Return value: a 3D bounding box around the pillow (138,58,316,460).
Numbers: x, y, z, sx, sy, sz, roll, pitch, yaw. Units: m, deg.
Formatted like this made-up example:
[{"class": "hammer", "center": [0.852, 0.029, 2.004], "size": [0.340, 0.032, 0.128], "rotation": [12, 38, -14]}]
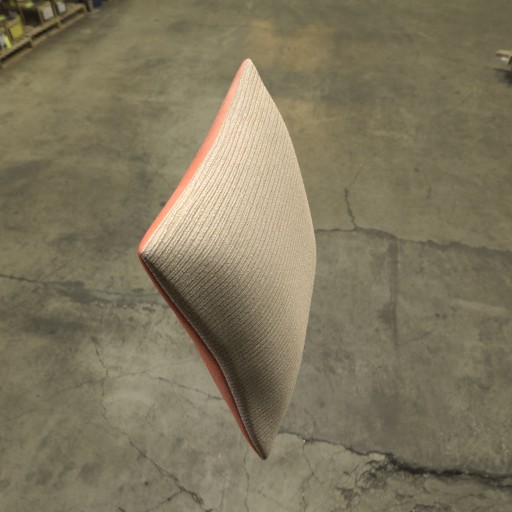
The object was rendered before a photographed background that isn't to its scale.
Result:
[{"class": "pillow", "center": [0.000, 0.000, 0.650], "size": [0.177, 0.401, 0.424], "rotation": [8, 46, 8]}]
